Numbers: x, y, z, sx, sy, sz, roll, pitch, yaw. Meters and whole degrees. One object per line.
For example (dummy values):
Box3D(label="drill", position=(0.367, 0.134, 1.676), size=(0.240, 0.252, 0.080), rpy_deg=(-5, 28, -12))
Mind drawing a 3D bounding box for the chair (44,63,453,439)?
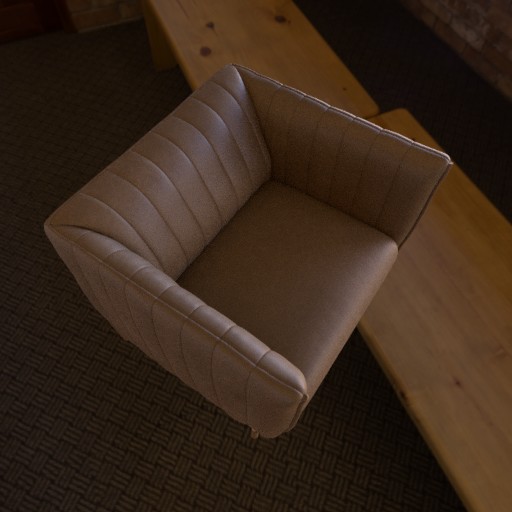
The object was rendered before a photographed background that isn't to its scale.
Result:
Box3D(label="chair", position=(0.000, 0.000, 1.619), size=(0.876, 0.779, 0.981), rpy_deg=(30, 63, 17))
